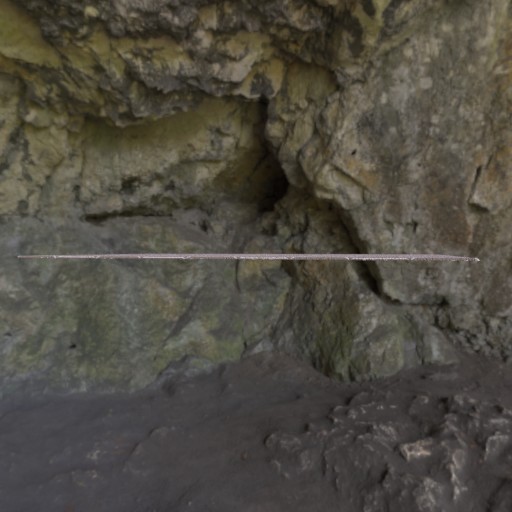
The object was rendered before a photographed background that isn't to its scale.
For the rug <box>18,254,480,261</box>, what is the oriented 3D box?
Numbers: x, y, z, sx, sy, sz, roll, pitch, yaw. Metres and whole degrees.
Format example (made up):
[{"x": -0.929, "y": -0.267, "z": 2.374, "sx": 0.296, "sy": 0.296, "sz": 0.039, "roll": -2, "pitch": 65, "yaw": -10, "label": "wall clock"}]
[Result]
[{"x": 0.000, "y": 0.000, "z": 2.972, "sx": 2.457, "sy": 0.012, "sz": 1.541, "roll": 0, "pitch": 1, "yaw": 17, "label": "rug"}]
